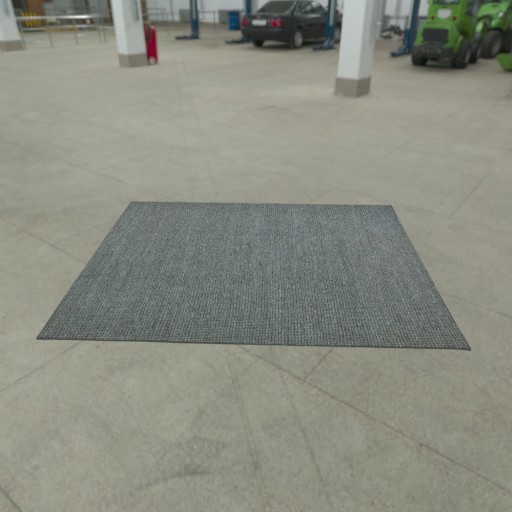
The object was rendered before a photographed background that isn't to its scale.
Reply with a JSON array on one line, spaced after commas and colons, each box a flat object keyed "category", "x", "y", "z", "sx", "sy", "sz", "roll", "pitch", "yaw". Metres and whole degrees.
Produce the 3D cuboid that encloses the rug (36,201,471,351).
[{"category": "rug", "x": 0.000, "y": 0.000, "z": 4.156, "sx": 3.068, "sy": 0.021, "sz": 2.456, "roll": 1, "pitch": 30, "yaw": 2}]
